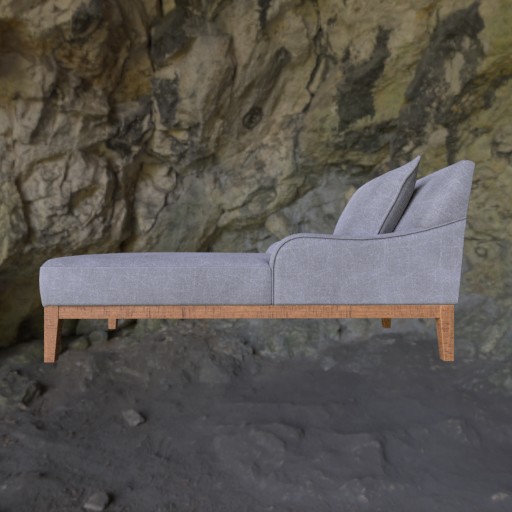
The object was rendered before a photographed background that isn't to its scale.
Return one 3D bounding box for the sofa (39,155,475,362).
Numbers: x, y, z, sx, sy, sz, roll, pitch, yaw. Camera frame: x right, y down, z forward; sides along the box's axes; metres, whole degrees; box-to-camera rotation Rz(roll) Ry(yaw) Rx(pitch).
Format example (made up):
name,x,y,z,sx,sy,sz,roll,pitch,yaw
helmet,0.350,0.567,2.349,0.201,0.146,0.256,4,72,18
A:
name,x,y,z,sx,sy,sz,roll,pitch,yaw
sofa,0.000,0.000,2.229,1.779,0.859,0.894,0,0,-1
